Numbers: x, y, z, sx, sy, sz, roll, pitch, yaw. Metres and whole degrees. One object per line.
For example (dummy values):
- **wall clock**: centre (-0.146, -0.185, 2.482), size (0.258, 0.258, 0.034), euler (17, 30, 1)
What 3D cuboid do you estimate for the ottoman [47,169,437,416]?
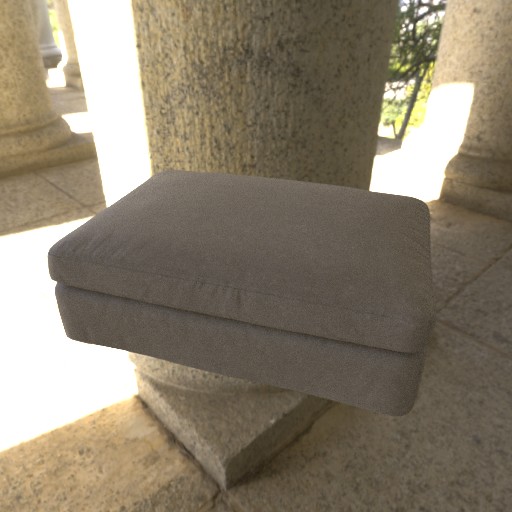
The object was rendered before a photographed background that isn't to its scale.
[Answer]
- **ottoman**: centre (0.000, 0.000, 1.633), size (1.199, 0.429, 0.840), euler (9, 32, 15)
